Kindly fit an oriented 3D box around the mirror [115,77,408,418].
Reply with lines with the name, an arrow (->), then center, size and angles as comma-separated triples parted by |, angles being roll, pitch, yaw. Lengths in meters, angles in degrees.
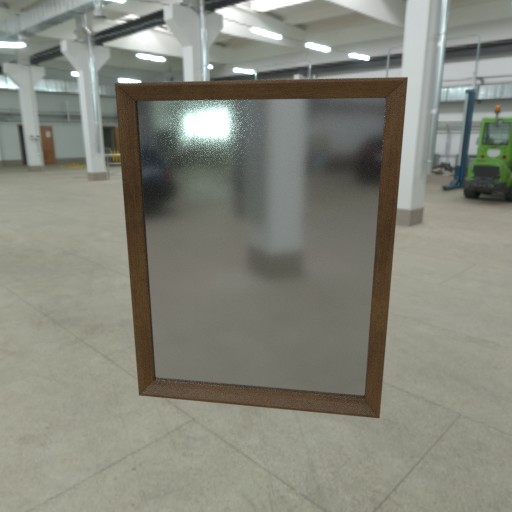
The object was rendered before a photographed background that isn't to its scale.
mirror -> 0.000, 0.000, 0.691 | 0.406, 0.509, 0.041 | 2, 15, 9
